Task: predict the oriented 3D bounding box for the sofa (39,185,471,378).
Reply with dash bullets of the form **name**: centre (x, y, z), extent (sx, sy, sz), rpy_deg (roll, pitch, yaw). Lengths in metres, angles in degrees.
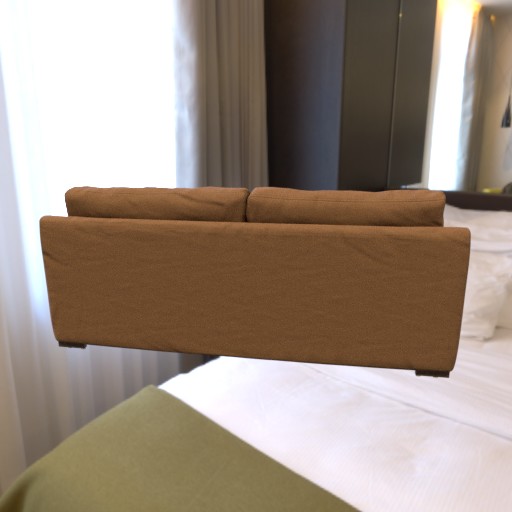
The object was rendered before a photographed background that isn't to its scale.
- **sofa**: centre (0.000, 0.000, 2.852), extent (2.274, 0.950, 1.140), rpy_deg (2, 15, 9)
